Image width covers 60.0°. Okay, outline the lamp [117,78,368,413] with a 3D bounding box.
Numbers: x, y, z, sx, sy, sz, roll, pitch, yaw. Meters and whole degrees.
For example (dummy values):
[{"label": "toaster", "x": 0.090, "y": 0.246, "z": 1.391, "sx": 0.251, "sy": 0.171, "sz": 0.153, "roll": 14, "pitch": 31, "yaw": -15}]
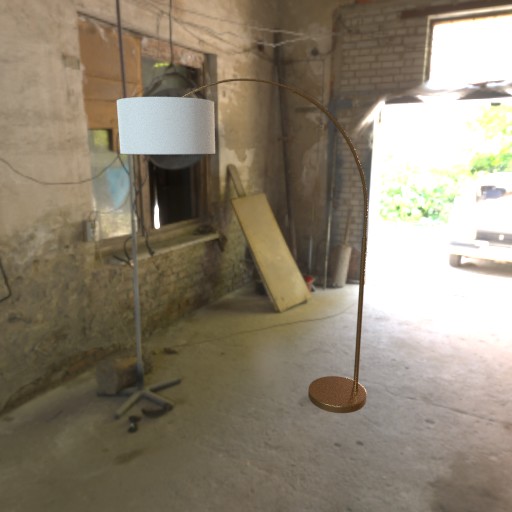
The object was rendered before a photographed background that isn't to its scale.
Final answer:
[{"label": "lamp", "x": 0.000, "y": 0.000, "z": 2.572, "sx": 1.434, "sy": 1.927, "sz": 0.493, "roll": -2, "pitch": 14, "yaw": -8}]
